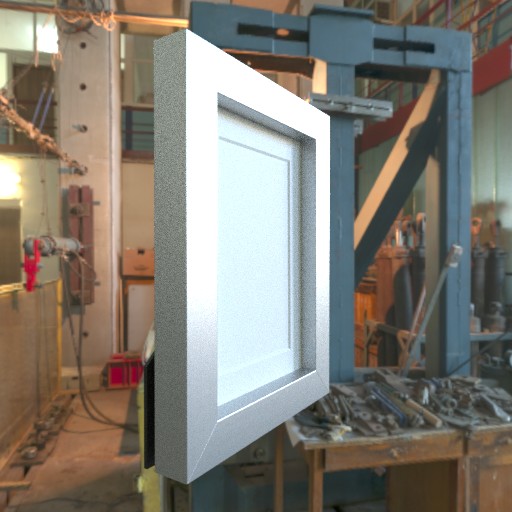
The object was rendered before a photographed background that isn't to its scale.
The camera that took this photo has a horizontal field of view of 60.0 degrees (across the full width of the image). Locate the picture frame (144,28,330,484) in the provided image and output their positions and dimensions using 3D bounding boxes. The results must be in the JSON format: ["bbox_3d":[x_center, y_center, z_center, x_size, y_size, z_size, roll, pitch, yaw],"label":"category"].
[{"bbox_3d":[0.000,0.000,0.275,0.028,0.208,0.157,0,1,33],"label":"picture frame"}]
